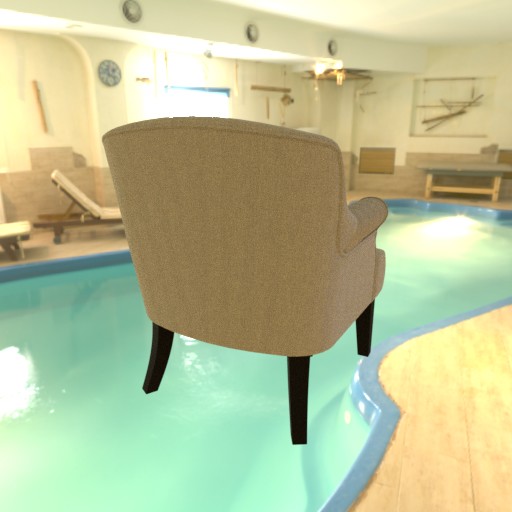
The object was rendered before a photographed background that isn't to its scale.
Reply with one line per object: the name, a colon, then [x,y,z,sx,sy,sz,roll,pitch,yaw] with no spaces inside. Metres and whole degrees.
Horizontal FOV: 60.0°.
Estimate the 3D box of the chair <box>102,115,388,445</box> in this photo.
chair: [0.000,0.000,1.472,0.772,0.880,0.755,8,19,26]
